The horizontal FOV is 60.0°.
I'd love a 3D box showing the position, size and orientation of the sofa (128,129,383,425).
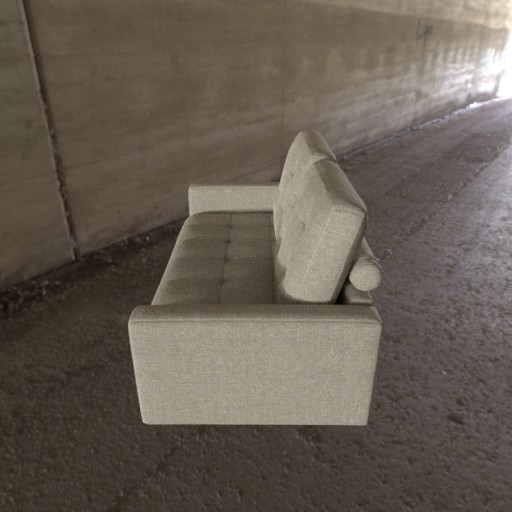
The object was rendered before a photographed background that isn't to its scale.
[{"bbox_3d":[0.000,0.000,2.009,0.842,0.907,1.407,0,27,0],"label":"sofa"}]
